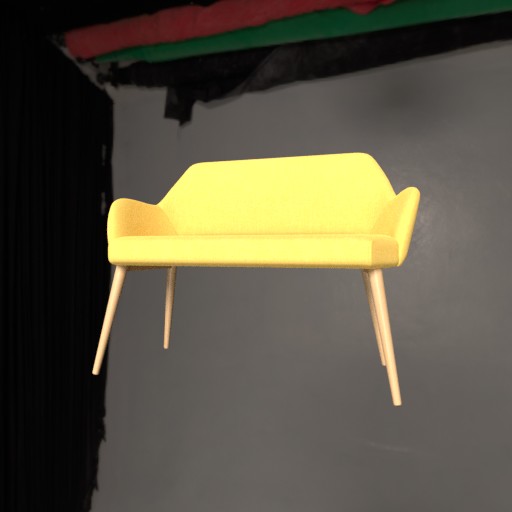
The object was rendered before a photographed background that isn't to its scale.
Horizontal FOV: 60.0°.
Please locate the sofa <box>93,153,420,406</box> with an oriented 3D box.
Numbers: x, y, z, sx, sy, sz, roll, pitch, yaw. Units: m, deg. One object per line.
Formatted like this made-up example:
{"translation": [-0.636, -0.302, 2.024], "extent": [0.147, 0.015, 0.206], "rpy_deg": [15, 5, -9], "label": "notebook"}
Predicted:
{"translation": [0.000, 0.000, 1.667], "extent": [1.150, 0.840, 0.610], "rpy_deg": [0, 1, 18], "label": "sofa"}
